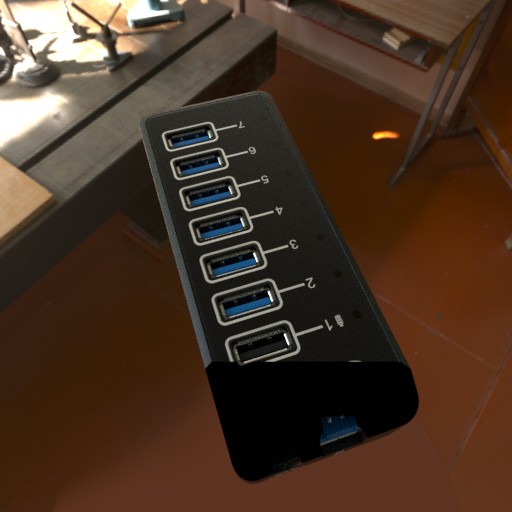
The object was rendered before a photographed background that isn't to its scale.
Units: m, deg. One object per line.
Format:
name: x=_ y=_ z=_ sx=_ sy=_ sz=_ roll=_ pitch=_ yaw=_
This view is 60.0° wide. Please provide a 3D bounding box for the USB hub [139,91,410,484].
USB hub: x=0.000 y=0.000 z=0.127 sx=0.044 sy=0.023 sz=0.110 roll=-16 pitch=61 yaw=-9
